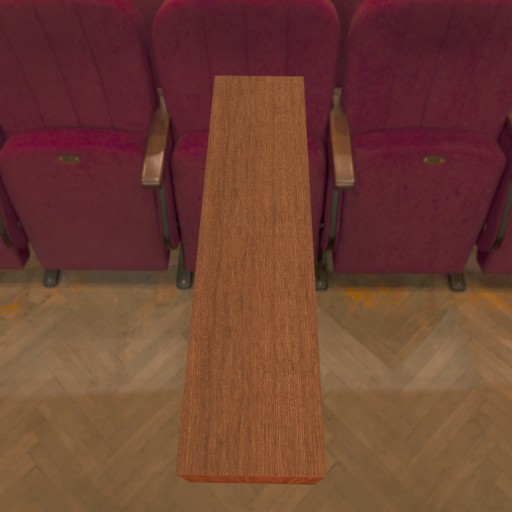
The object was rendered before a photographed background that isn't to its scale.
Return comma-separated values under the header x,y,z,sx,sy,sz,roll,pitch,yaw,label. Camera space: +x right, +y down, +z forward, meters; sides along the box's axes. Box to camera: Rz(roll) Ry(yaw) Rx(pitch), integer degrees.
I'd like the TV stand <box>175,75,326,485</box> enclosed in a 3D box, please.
x,y,z,sx,sy,sz,roll,pitch,yaw,label
0.000,0.000,1.627,0.366,0.409,1.482,1,59,1,TV stand
